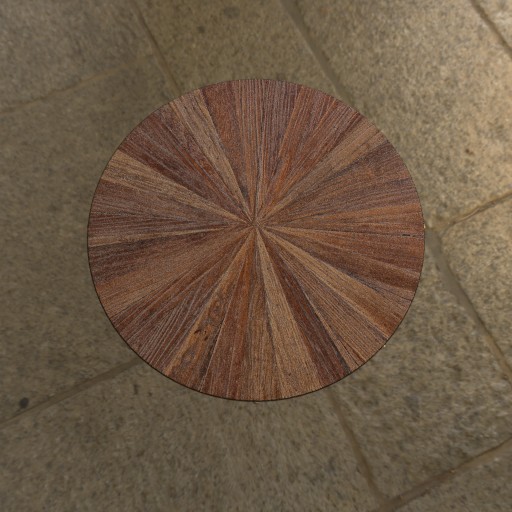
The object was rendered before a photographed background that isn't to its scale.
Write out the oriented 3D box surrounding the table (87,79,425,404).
[{"bbox_3d":[0.000,0.000,1.480,0.885,0.658,0.885,0,76,0],"label":"table"}]
